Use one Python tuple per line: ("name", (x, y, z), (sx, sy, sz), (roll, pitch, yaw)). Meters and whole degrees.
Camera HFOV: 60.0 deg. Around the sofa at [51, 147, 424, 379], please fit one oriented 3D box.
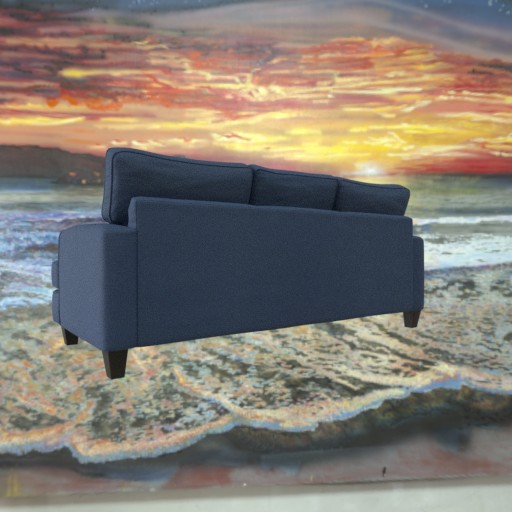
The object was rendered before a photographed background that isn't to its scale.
("sofa", (0.000, 0.000, 2.713), (2.158, 0.965, 0.951), (-1, 1, -36))
